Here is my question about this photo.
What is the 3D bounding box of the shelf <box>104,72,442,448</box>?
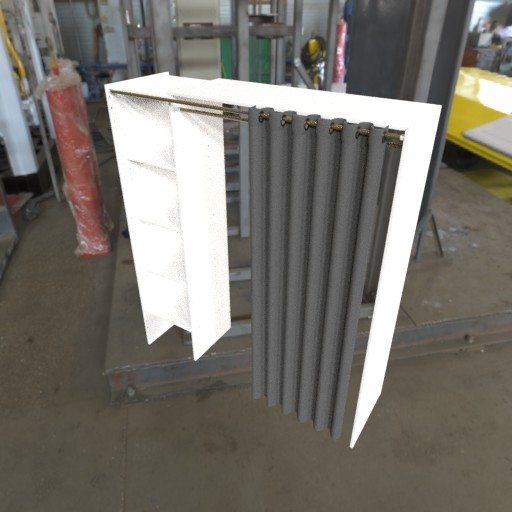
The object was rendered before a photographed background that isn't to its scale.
[{"bbox_3d":[0.000,0.000,2.587,1.600,1.810,0.500,19,36,27],"label":"shelf"}]
